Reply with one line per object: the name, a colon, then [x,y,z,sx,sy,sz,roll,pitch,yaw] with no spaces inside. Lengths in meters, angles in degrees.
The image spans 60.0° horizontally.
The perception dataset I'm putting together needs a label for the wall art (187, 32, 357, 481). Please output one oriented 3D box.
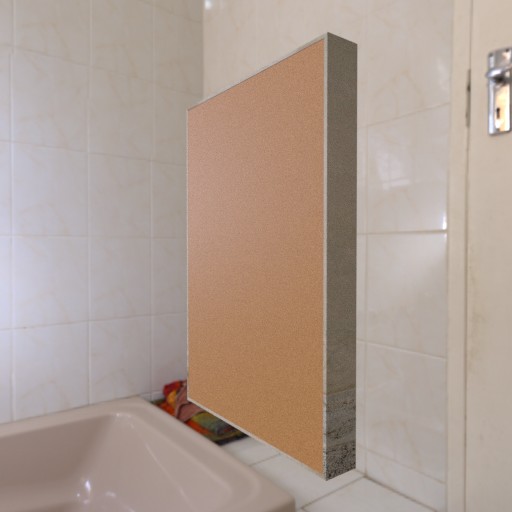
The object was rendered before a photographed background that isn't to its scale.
wall art: [0.000,0.000,0.489,0.038,0.381,0.254,-1,1,-36]
